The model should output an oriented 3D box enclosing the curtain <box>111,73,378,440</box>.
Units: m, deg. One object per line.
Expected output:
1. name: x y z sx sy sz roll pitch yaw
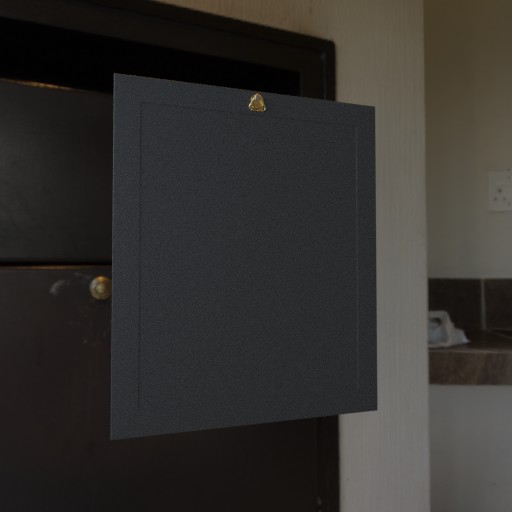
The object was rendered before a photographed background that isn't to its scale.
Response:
1. curtain: 0.000 0.000 0.784 0.483 0.585 0.027 1 -2 -18
